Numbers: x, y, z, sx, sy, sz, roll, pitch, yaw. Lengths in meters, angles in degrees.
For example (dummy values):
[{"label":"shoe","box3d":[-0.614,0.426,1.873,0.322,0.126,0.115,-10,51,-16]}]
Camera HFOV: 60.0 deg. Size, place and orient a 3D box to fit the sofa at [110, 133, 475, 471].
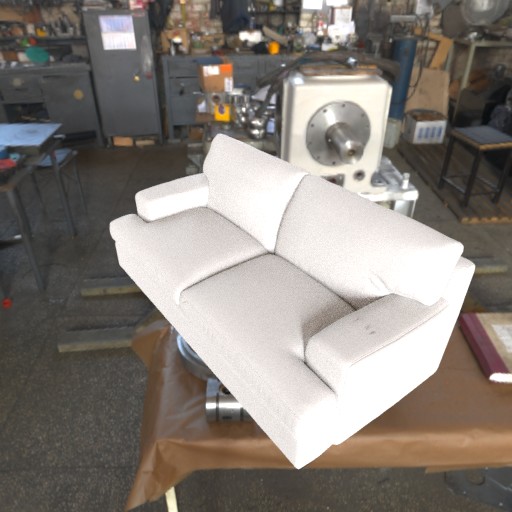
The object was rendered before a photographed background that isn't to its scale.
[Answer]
[{"label":"sofa","box3d":[0.000,0.000,2.809,1.143,0.940,2.261,-22,39,-30]}]
